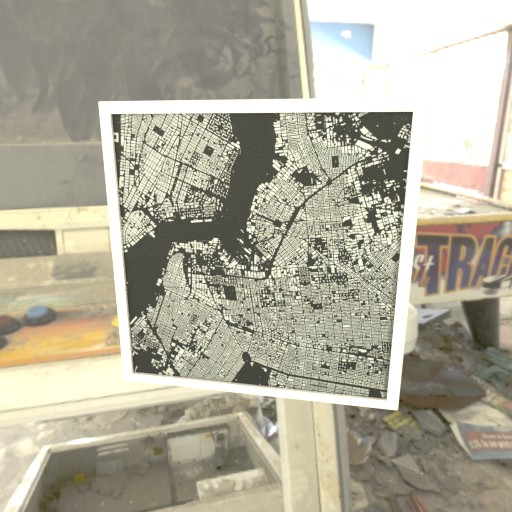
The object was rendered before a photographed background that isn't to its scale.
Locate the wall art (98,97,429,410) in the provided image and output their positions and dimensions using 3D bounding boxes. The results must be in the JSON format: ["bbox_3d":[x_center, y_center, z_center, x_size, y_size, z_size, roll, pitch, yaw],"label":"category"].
[{"bbox_3d":[0.000,0.000,0.461,0.305,0.305,0.037,3,16,11],"label":"wall art"}]
